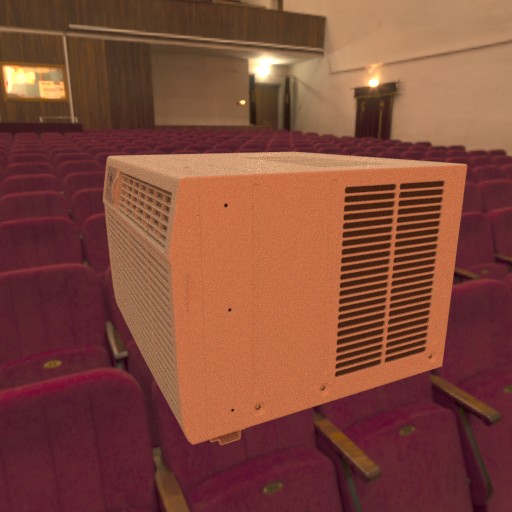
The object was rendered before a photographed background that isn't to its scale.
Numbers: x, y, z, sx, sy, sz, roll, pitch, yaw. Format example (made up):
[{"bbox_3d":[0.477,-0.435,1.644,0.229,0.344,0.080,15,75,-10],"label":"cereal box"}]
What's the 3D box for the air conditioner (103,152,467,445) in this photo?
[{"bbox_3d":[0.000,0.000,1.065,0.599,0.455,0.645,-8,17,-25],"label":"air conditioner"}]
